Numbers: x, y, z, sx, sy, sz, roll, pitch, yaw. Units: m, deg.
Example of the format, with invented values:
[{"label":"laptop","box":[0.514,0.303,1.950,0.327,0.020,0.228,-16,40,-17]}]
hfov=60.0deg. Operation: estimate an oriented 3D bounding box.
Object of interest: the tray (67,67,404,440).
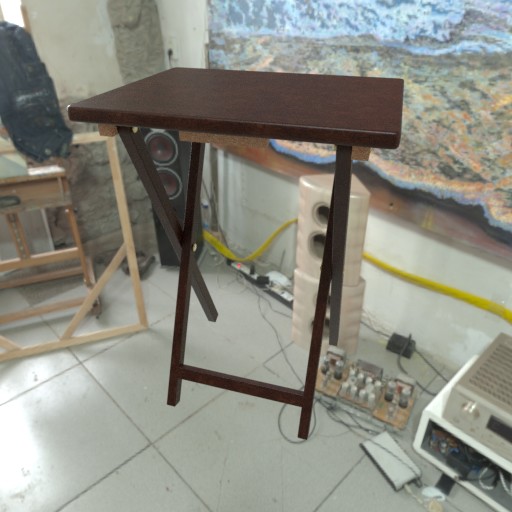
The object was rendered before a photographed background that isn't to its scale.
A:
[{"label":"tray","box":[0.000,0.000,0.926,0.483,0.660,0.381,9,33,14]}]
